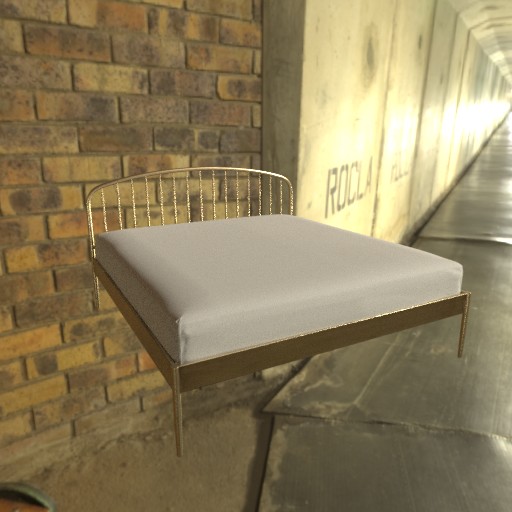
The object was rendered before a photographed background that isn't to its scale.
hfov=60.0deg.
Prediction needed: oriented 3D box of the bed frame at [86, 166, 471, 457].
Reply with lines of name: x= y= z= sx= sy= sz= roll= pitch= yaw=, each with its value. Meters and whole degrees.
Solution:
bed frame: x=0.000 y=0.000 z=3.280 sx=2.016 sy=1.174 sz=2.152 roll=-8 pitch=17 yaw=-28
